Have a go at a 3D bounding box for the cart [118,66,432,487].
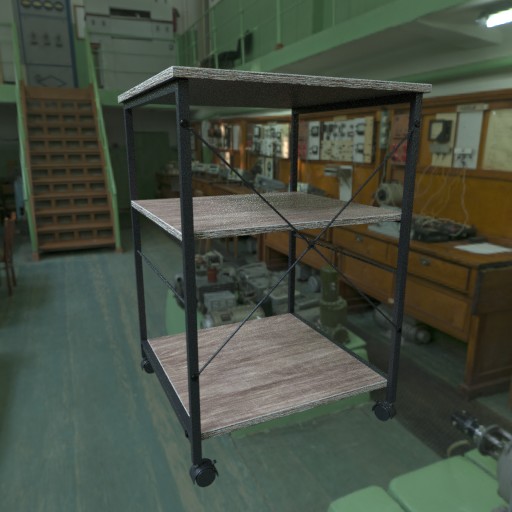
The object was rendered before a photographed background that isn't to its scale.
[{"bbox_3d":[0.000,0.000,1.087,0.521,0.762,0.520,-7,16,-24],"label":"cart"}]
